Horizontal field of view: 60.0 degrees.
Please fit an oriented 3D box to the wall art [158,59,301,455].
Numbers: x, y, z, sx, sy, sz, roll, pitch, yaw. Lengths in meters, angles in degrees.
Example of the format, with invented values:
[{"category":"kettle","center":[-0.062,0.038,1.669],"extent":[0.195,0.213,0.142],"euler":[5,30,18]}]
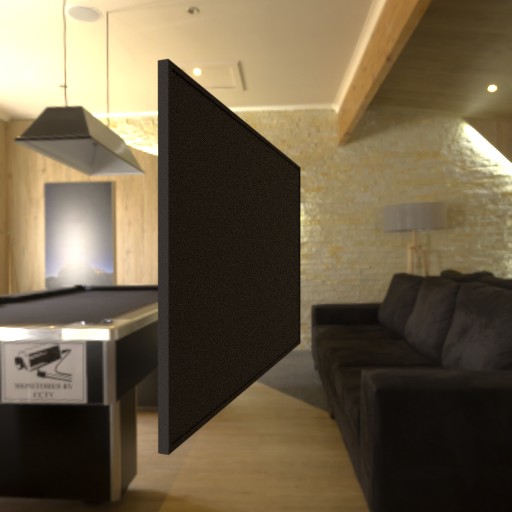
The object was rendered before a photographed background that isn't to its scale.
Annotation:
[{"category":"wall art","center":[0.000,0.000,1.466],"extent":[0.028,0.805,1.190],"euler":[0,0,19]}]
